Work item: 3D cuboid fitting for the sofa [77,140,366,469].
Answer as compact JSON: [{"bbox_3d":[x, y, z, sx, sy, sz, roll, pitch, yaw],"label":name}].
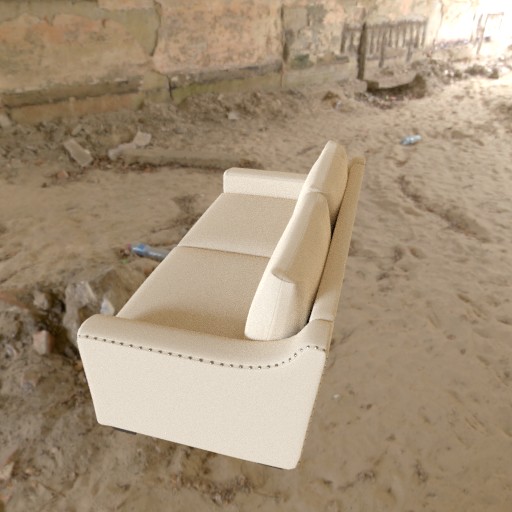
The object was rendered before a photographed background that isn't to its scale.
[{"bbox_3d":[0.000,0.000,2.314,0.949,0.830,1.812,8,32,13],"label":"sofa"}]
